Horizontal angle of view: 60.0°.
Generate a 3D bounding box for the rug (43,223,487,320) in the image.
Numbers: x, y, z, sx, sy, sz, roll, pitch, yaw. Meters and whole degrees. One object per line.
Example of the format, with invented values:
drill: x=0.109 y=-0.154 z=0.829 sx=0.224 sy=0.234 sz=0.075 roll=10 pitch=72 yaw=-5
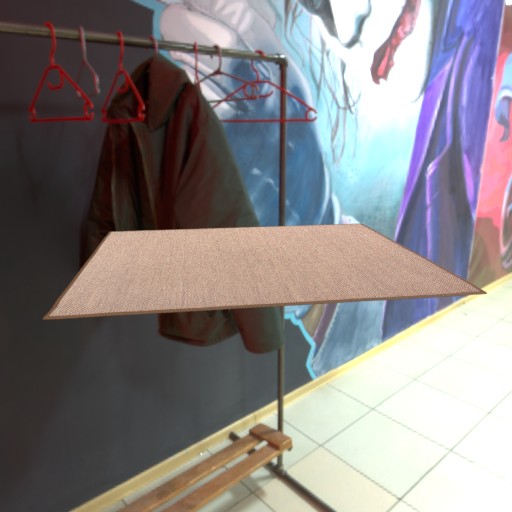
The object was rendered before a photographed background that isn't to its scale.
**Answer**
rug: x=0.000 y=0.000 z=4.103 sx=3.041 sy=0.020 sz=2.413 roll=-2 pitch=16 yaw=-8
